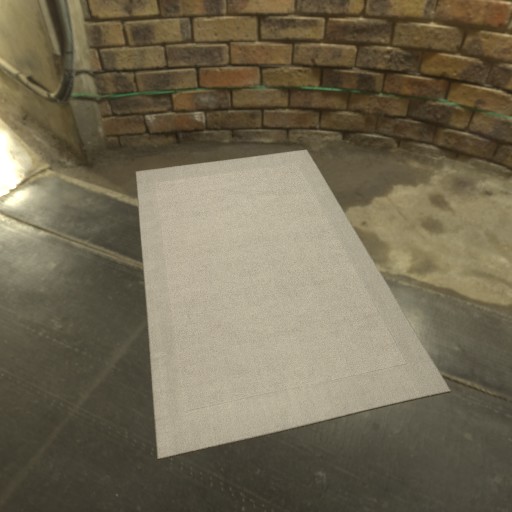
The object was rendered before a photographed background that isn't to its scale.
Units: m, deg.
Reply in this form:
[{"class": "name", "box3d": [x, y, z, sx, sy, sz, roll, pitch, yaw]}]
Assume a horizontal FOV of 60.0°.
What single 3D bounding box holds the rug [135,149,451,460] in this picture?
[{"class": "rug", "box3d": [0.000, 0.000, 3.037, 1.524, 0.014, 2.438, -9, 46, -9]}]
